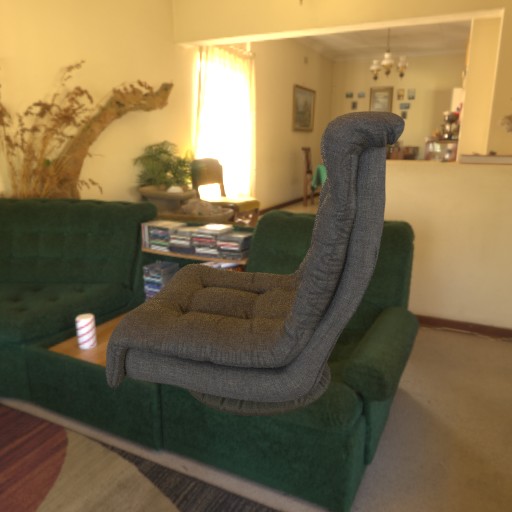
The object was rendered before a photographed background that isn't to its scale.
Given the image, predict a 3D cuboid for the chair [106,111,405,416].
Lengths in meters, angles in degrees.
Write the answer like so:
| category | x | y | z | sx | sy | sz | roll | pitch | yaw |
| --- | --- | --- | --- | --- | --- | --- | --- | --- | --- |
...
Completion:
| category | x | y | z | sx | sy | sz | roll | pitch | yaw |
| --- | --- | --- | --- | --- | --- | --- | --- | --- | --- |
| chair | 0.000 | 0.000 | 1.214 | 0.668 | 0.749 | 0.597 | 2 | 15 | 9 |
